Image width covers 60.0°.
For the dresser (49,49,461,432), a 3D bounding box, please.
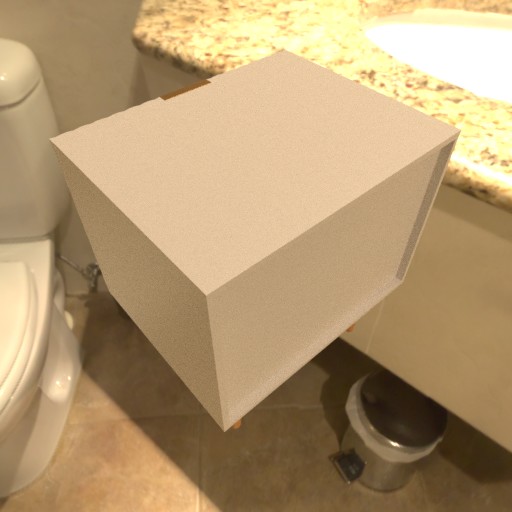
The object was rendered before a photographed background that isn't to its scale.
[{"bbox_3d":[0.000,0.000,0.903,0.503,0.568,0.414,-33,55,-26],"label":"dresser"}]
